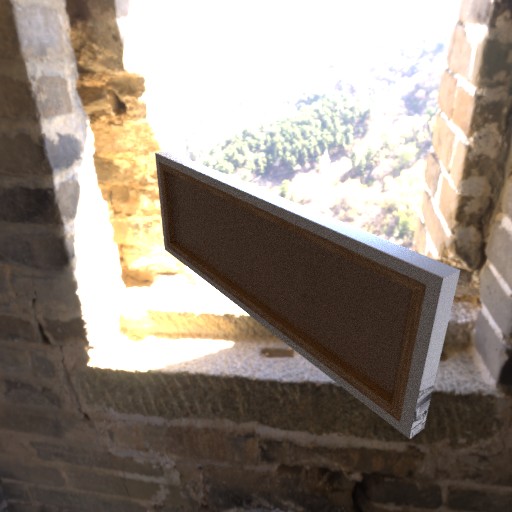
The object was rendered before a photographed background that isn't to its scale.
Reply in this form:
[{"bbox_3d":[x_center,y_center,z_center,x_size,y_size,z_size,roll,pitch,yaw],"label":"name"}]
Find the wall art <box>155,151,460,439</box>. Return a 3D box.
[{"bbox_3d":[0.000,0.000,0.847,0.036,0.256,0.766,-18,31,-32],"label":"wall art"}]
